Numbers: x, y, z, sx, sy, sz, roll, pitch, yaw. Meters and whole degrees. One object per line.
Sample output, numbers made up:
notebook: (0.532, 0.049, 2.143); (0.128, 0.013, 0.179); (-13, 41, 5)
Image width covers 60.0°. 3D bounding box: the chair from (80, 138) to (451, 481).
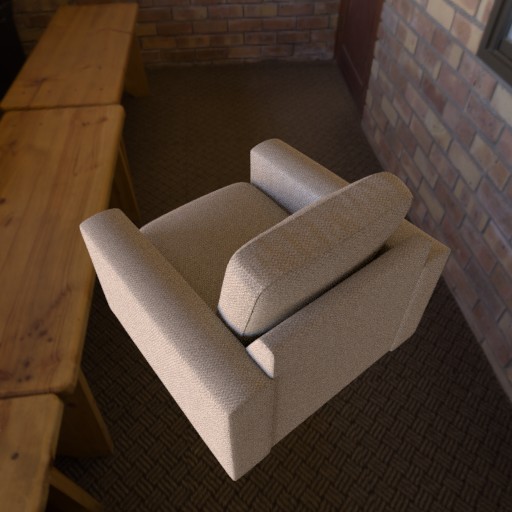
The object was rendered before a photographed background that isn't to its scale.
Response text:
chair: (0.000, 0.000, 1.736); (1.005, 0.873, 1.016); (-30, 53, -26)
